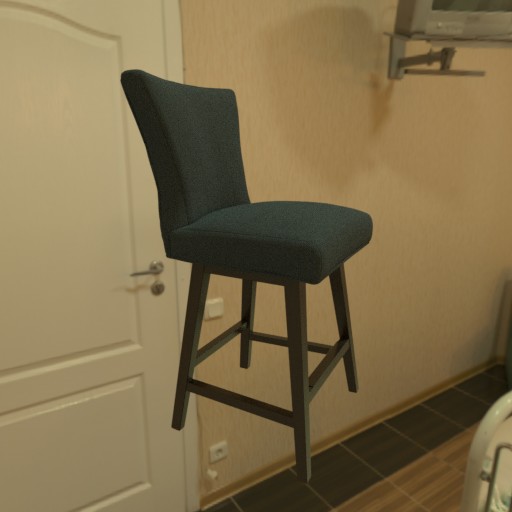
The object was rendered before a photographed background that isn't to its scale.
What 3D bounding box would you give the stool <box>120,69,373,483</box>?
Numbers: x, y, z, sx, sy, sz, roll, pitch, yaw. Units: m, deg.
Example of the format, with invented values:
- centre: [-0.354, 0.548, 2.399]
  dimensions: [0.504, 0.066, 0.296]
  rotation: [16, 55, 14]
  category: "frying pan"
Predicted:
- centre: [0.000, 0.000, 1.312]
  dimensions: [0.574, 1.000, 0.514]
  rotation: [7, 16, 26]
  category: "stool"
